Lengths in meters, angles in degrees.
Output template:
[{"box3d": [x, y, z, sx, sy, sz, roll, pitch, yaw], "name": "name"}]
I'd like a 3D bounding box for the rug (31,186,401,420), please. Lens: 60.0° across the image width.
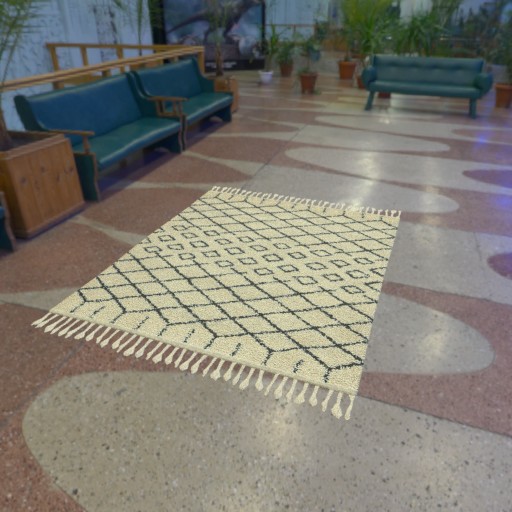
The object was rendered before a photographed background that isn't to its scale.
[{"box3d": [0.000, 0.000, 4.204, 2.388, 0.030, 3.213, 11, 31, 18], "name": "rug"}]
